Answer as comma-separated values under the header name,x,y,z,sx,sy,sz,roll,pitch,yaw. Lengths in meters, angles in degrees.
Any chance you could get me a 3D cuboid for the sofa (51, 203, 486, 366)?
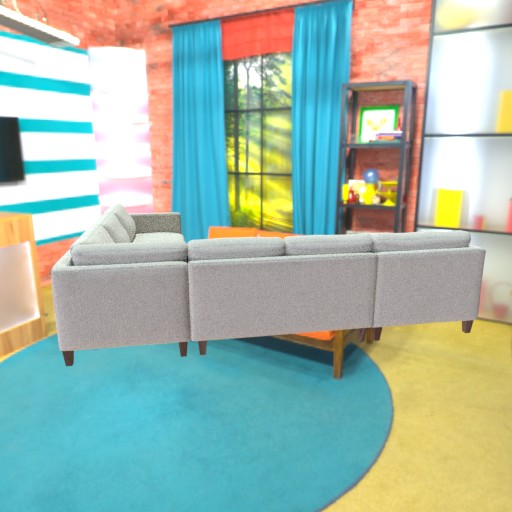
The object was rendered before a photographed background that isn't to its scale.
name,x,y,z,sx,sy,sz,roll,pitch,yaw
sofa,0.000,0.000,4.423,3.238,0.853,2.551,-3,14,-10
